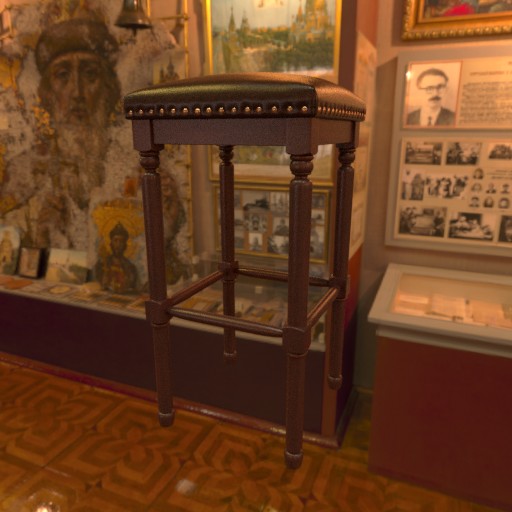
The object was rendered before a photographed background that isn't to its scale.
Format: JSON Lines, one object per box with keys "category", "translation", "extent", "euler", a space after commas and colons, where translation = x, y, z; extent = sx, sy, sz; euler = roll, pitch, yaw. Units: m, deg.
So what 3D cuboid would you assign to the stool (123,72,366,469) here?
{"category": "stool", "translation": [0.000, 0.000, 1.005], "extent": [0.382, 0.768, 0.383], "euler": [7, 17, 24]}
